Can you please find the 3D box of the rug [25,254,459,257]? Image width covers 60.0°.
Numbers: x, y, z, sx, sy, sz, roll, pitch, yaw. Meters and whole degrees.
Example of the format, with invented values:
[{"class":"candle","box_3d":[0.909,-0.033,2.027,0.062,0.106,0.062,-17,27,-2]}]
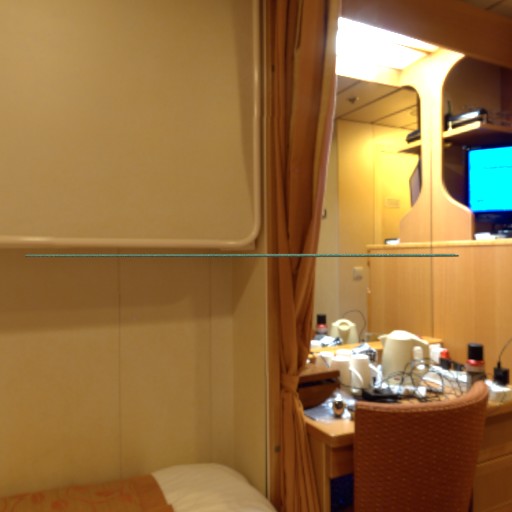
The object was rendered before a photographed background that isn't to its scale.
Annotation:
[{"class":"rug","box_3d":[0.000,0.000,2.872,2.205,0.012,1.554,0,0,17]}]
